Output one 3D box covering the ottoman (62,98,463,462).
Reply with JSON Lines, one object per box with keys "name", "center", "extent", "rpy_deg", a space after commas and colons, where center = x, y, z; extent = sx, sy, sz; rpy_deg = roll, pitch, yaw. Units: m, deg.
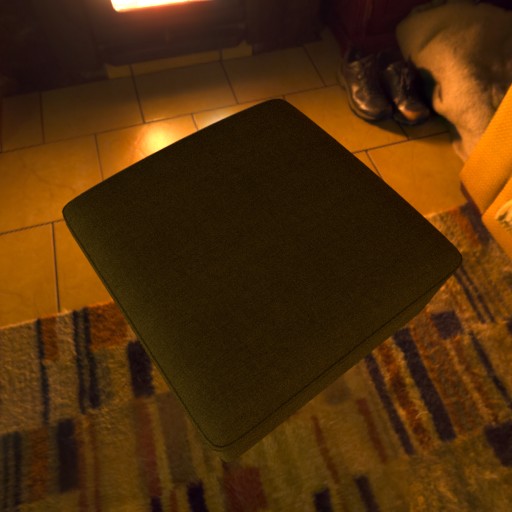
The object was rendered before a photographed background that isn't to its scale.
{"name": "ottoman", "center": [0.000, 0.000, 1.725], "extent": [1.067, 0.559, 1.067], "rpy_deg": [-32, 64, -18]}
